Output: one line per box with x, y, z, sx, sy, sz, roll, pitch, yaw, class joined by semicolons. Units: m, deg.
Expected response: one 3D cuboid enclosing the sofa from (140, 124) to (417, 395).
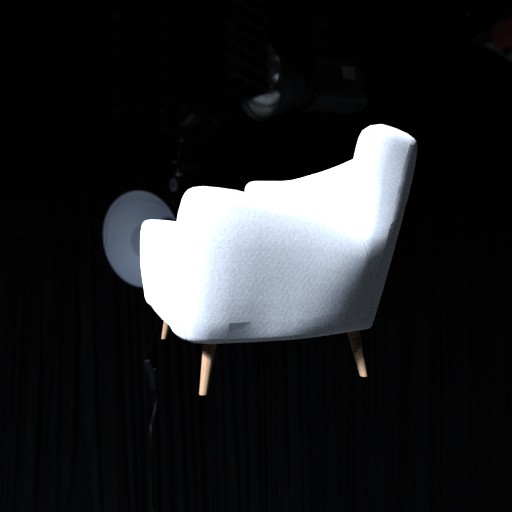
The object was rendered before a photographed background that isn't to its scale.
0.000;0.000;1.995;0.921;0.878;1.424;0;1;-19;sofa
